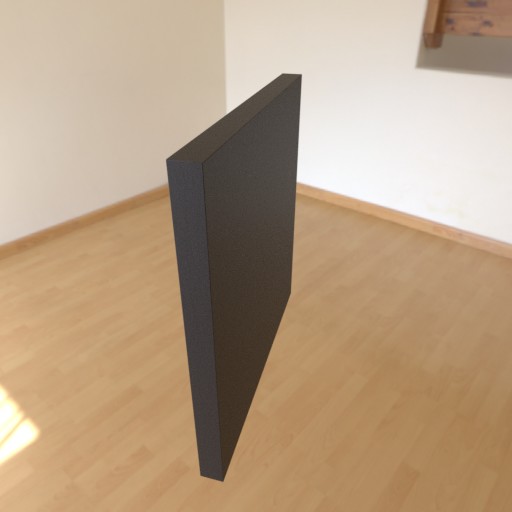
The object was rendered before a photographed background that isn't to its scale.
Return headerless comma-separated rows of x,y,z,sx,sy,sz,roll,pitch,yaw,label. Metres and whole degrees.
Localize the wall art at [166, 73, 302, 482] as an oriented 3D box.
0.000,0.000,0.759,0.038,0.507,0.507,8,32,13,wall art
